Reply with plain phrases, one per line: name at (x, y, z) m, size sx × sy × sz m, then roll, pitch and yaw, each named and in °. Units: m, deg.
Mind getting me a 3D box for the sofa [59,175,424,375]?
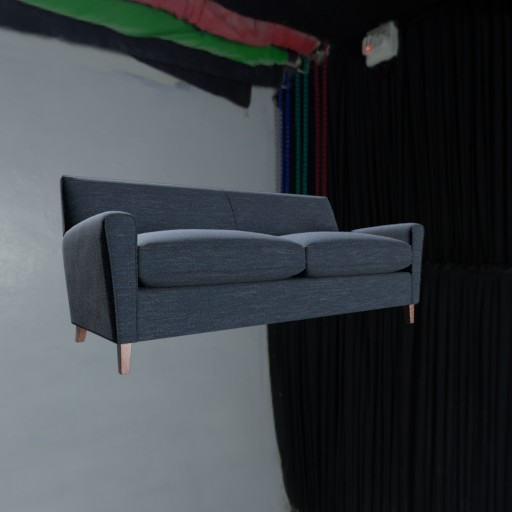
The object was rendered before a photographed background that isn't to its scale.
sofa at (0.000, 0.000, 2.528) m, size 1.976 × 0.846 × 0.875 m, roll -1°, pitch 2°, yaw -36°
